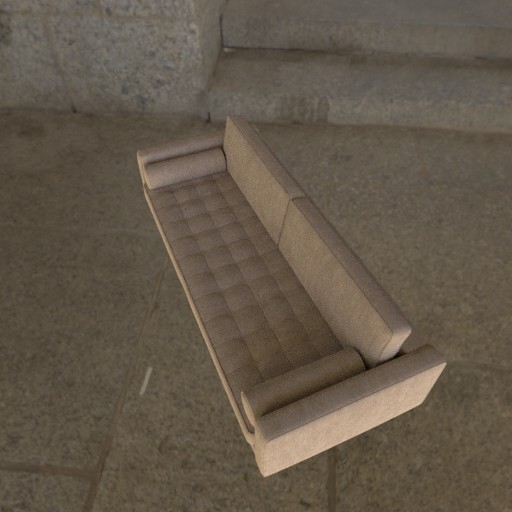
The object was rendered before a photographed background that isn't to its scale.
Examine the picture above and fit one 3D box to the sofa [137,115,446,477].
[{"bbox_3d":[0.000,0.000,2.648,0.919,0.770,2.200,-18,50,-16],"label":"sofa"}]
